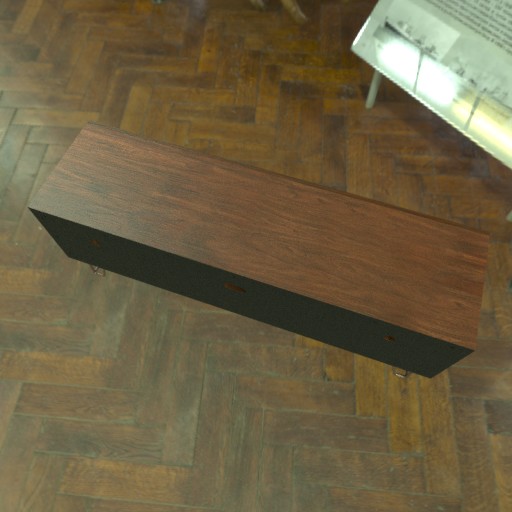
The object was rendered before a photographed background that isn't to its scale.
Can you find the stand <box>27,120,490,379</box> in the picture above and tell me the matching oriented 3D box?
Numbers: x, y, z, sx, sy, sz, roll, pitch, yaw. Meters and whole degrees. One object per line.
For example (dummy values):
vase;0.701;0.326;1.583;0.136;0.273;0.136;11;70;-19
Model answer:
stand;0.000;0.000;1.888;1.626;0.610;0.481;17;64;9
